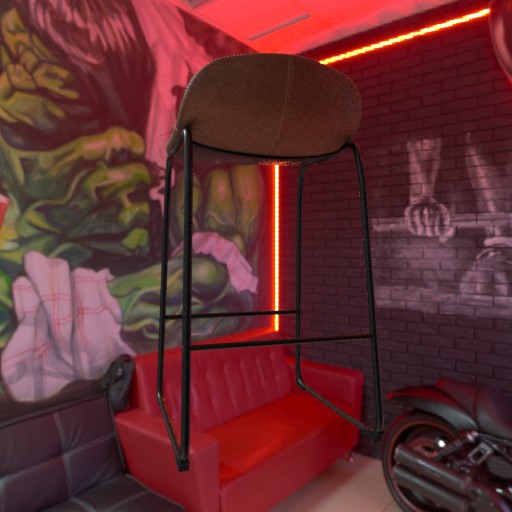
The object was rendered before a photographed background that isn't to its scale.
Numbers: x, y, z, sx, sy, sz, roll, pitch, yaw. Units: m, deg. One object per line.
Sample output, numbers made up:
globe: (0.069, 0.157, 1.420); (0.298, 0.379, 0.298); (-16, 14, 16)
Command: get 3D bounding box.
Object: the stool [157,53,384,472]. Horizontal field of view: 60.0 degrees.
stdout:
stool: (0.000, 0.000, 1.126); (0.454, 0.830, 0.473); (0, 1, -18)
